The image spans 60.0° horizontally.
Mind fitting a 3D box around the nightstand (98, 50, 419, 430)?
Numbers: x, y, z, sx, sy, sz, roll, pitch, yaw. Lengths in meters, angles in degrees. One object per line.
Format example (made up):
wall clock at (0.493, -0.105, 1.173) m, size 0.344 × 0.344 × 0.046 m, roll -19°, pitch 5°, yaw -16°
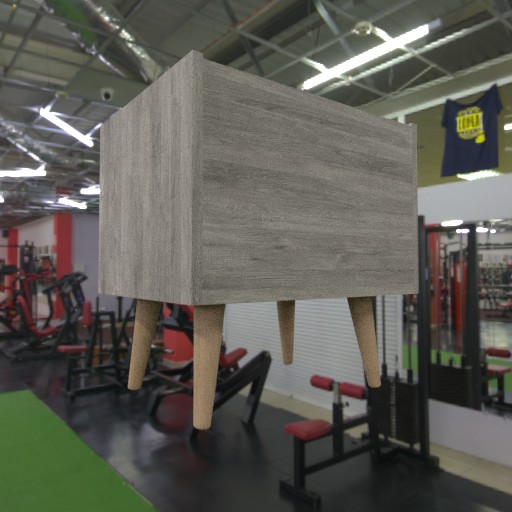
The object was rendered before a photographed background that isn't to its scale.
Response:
nightstand at (0.000, 0.000, 0.845) m, size 0.480 × 0.500 × 0.380 m, roll 1°, pitch -2°, yaw -36°
